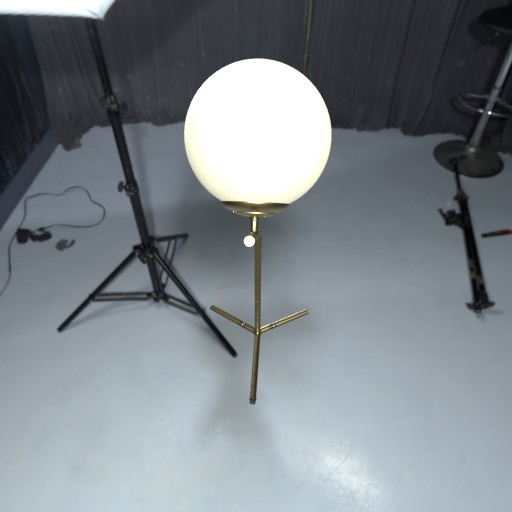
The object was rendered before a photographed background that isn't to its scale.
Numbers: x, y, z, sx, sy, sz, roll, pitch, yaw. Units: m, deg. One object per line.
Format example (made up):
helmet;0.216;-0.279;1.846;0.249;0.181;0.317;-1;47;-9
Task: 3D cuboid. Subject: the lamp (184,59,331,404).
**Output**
lamp;0.000;0.000;0.676;0.210;0.552;0.251;3;46;3
